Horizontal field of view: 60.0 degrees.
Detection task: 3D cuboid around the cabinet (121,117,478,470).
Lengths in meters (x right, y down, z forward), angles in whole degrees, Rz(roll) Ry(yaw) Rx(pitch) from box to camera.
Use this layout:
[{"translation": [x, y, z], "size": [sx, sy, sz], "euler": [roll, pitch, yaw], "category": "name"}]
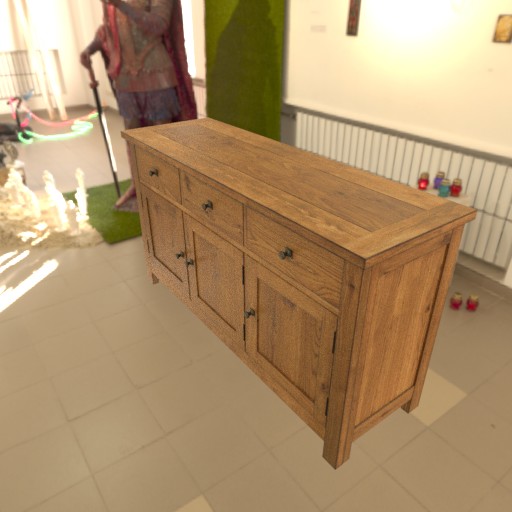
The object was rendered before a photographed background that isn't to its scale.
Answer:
[{"translation": [0.000, 0.000, 1.852], "size": [0.480, 0.813, 1.474], "euler": [-20, 35, -31], "category": "cabinet"}]
